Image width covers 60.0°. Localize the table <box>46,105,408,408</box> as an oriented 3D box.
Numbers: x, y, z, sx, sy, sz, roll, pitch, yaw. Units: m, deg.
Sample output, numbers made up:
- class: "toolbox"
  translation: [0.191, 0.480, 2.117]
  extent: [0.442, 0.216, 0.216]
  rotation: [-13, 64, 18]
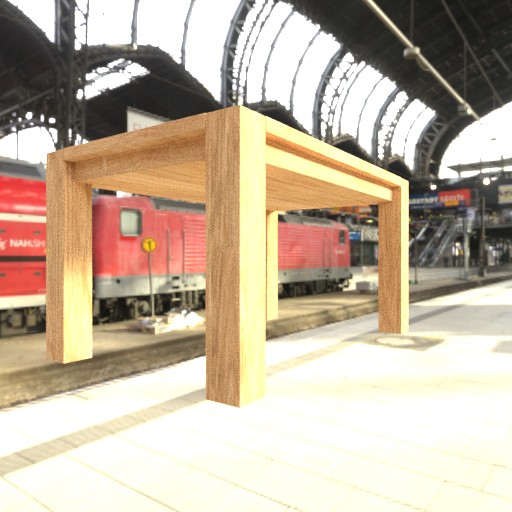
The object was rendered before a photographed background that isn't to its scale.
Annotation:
- class: "table"
  translation: [0.000, 0.000, 1.937]
  extent: [0.900, 0.760, 1.400]
  rotation: [0, 0, 36]
